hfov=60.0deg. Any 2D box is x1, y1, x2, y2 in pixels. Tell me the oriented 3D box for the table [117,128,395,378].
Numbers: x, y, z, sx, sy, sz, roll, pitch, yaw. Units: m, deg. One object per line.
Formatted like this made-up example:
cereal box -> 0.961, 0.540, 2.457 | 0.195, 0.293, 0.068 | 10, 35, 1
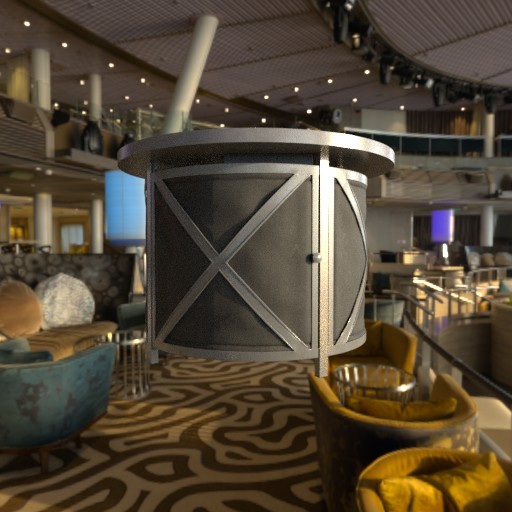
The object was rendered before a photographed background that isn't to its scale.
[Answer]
table -> 0.000, 0.000, 1.541 | 0.914, 0.650, 0.914 | 0, 2, 0
